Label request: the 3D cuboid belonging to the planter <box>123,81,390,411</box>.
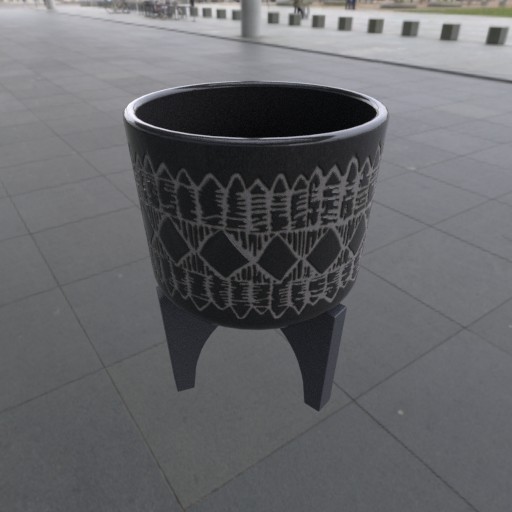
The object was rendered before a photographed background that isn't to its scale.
[{"bbox_3d":[0.000,0.000,0.266,0.129,0.177,0.129,0,31,0],"label":"planter"}]
